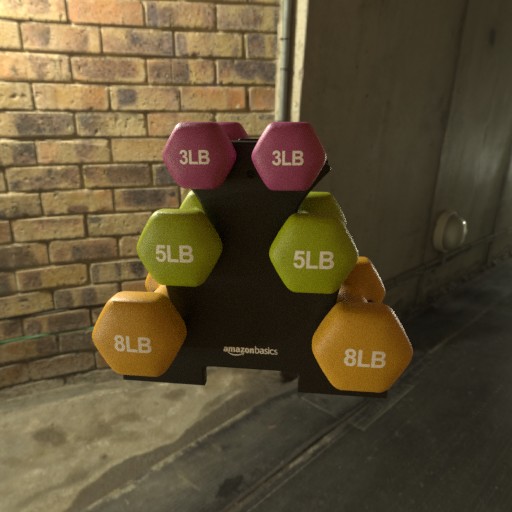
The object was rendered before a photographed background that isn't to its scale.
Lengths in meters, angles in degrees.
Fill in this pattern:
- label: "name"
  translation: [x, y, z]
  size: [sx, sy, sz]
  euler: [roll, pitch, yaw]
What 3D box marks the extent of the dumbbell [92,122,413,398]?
- label: "dumbbell"
  translation: [0.000, 0.000, 0.468]
  size: [0.300, 0.271, 0.190]
  euler: [2, 17, 7]
